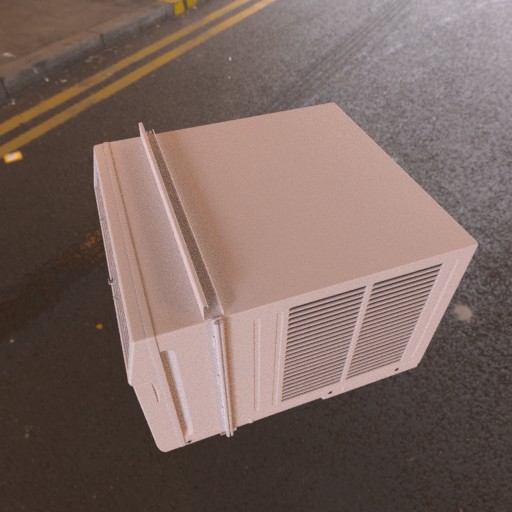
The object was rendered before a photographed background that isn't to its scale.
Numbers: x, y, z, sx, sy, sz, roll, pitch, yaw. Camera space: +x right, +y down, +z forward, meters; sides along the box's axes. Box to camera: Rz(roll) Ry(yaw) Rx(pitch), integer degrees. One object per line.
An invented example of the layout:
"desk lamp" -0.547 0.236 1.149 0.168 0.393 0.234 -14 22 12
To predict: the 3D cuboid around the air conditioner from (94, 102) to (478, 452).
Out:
"air conditioner" 0.000 0.000 0.878 0.546 0.388 0.503 -14 47 -14
